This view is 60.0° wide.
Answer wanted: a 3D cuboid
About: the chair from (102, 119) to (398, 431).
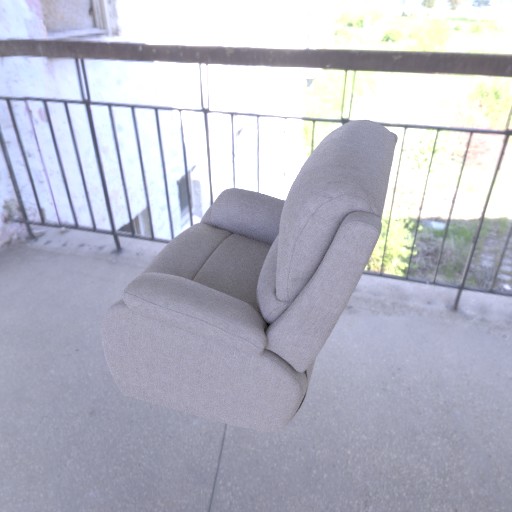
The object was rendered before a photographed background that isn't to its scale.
[{"bbox_3d":[0.000,0.000,1.715,0.899,1.011,0.930,10,32,15],"label":"chair"}]
